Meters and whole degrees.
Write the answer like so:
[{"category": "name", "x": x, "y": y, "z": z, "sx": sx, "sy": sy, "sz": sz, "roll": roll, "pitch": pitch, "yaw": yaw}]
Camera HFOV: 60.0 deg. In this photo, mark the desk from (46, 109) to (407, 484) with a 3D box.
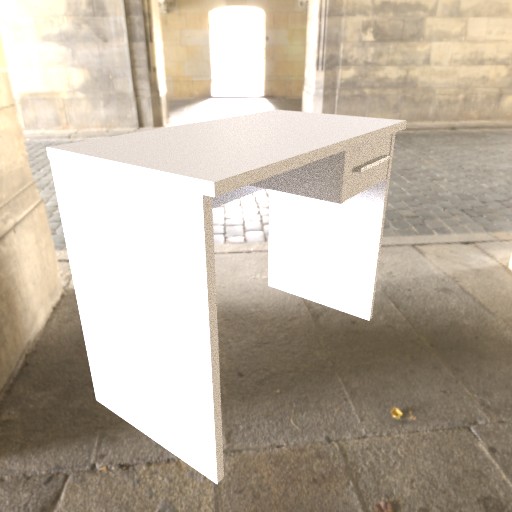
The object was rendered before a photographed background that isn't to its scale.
[{"category": "desk", "x": 0.000, "y": 0.000, "z": 1.334, "sx": 0.498, "sy": 0.729, "sz": 0.900, "roll": 17, "pitch": 30, "yaw": 33}]
